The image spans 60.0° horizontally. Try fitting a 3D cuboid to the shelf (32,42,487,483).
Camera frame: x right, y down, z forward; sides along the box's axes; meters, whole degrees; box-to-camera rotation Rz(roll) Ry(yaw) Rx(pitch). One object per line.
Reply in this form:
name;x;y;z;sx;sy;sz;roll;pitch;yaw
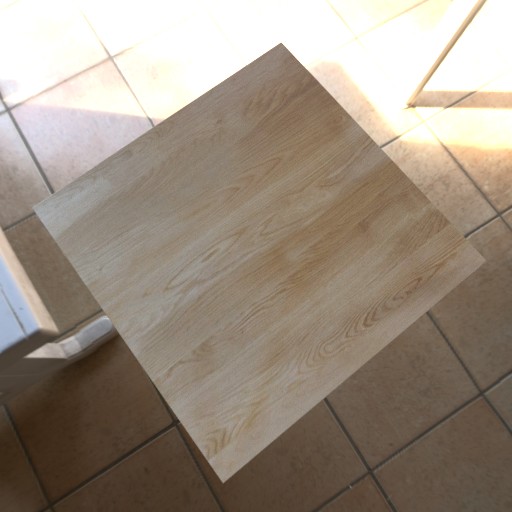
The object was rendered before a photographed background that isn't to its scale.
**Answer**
shelf;0.000;0.000;1.460;0.899;0.480;0.899;-37;78;-9
